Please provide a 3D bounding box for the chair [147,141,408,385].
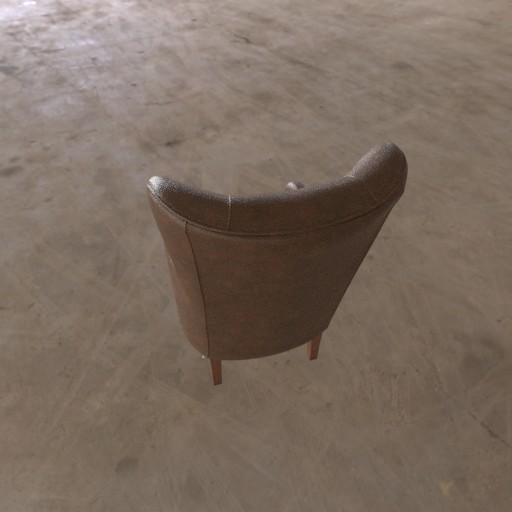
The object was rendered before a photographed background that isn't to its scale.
[{"bbox_3d":[0.000,0.000,1.645,0.692,1.048,0.914,-11,43,-12],"label":"chair"}]
